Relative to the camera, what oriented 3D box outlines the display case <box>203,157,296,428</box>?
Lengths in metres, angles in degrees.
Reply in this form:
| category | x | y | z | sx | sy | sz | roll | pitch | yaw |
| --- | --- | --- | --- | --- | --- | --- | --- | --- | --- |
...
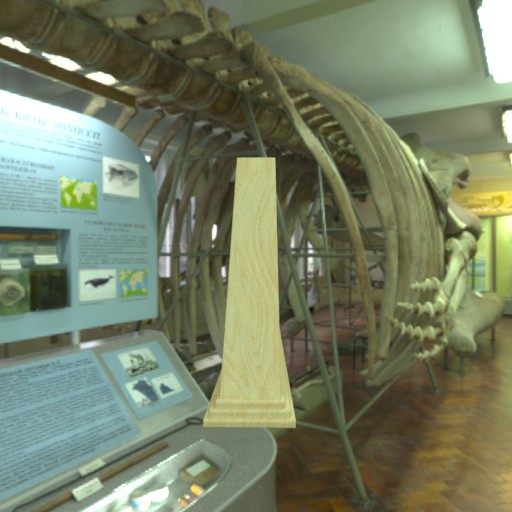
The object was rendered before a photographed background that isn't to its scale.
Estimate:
| category | x | y | z | sx | sy | sz | roll | pitch | yaw |
| --- | --- | --- | --- | --- | --- | --- | --- | --- | --- |
| display case | 0.000 | 0.000 | 0.770 | 0.095 | 0.340 | 0.640 | 0 | 1 | 1 |
